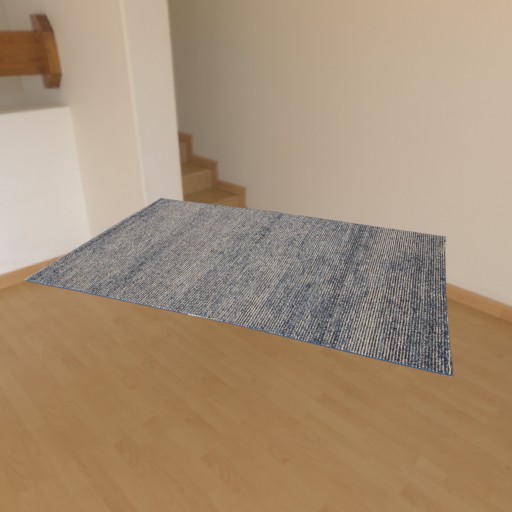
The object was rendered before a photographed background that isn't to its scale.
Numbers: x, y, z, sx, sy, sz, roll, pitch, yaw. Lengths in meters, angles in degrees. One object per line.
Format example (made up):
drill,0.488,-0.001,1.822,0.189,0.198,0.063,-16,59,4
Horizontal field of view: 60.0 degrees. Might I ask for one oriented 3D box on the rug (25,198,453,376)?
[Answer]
rug,0.000,0.000,2.195,1.793,0.025,1.159,10,29,18
